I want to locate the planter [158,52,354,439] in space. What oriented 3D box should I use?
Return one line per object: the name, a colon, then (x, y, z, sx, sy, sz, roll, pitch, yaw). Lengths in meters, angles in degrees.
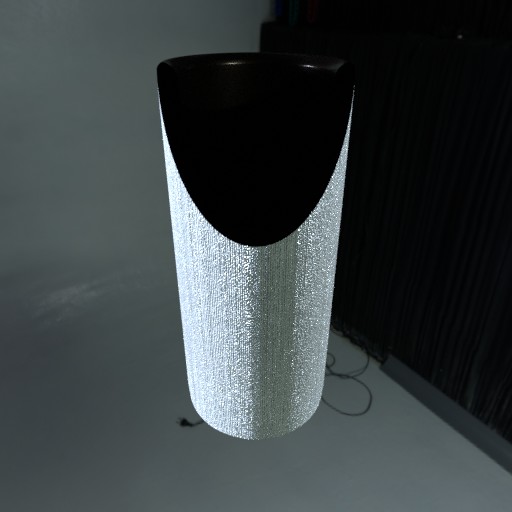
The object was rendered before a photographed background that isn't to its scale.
planter: (0.000, 0.000, 0.127, 0.045, 0.103, 0.045, -22, 36, -33)
